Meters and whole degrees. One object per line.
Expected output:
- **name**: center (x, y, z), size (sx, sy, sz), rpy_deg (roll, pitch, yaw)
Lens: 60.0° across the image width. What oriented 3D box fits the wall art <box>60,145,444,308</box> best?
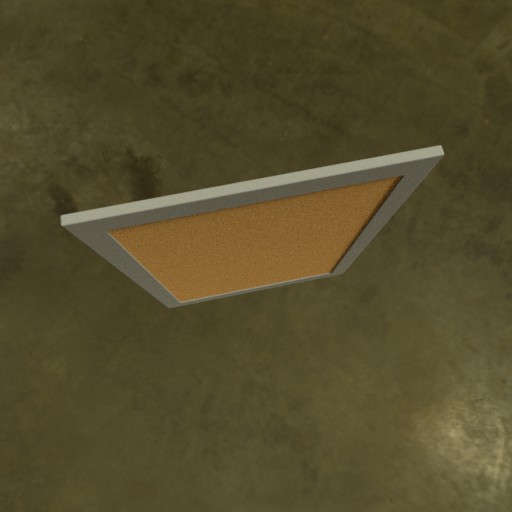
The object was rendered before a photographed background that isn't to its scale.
- **wall art**: center (0.000, 0.000, 0.680), size (0.374, 0.529, 0.012), rpy_deg (-11, 75, -3)
